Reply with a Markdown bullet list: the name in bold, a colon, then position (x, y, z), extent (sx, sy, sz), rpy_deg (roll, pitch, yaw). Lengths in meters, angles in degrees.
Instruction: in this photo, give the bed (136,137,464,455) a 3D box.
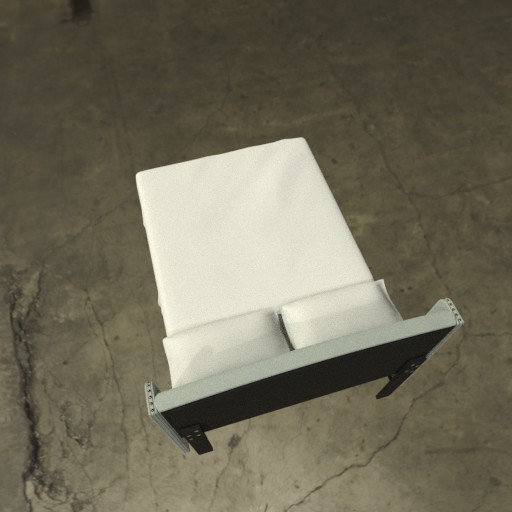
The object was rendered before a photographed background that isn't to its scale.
- **bed**: position (0.000, 0.000, 3.327), extent (1.710, 1.407, 2.237), rpy_deg (-14, 60, -8)
